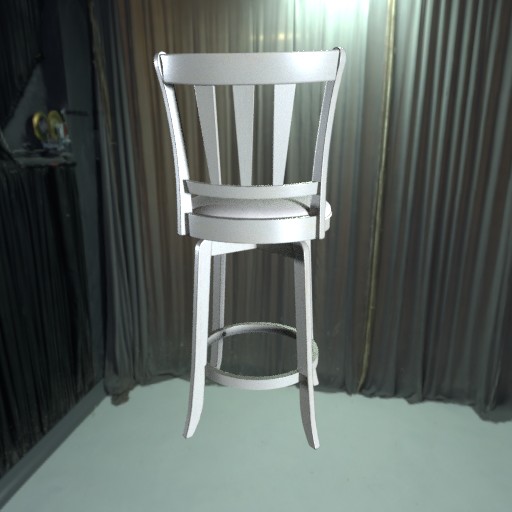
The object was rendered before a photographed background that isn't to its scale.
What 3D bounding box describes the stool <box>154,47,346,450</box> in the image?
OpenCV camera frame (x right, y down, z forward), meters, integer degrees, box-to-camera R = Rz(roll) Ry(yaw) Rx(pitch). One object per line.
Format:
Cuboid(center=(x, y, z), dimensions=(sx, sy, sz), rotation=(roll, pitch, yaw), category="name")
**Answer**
Cuboid(center=(0.000, 0.000, 1.276), dimensions=(0.436, 1.042, 0.475), rotation=(2, 16, 7), category="stool")
